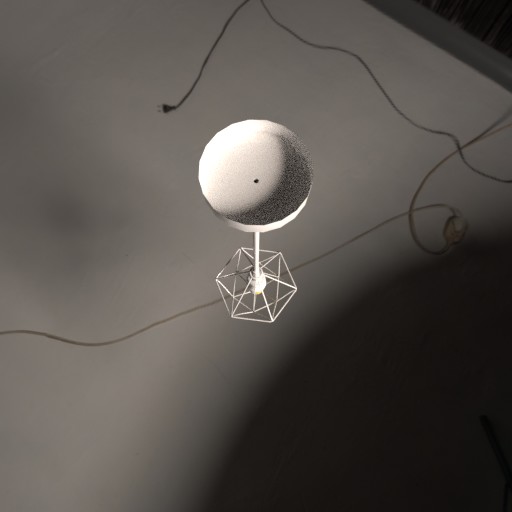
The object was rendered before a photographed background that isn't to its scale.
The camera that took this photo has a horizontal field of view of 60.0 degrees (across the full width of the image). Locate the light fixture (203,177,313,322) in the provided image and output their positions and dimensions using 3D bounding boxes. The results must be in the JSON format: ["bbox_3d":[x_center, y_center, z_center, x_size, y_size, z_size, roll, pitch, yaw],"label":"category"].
[{"bbox_3d":[0.000,0.000,1.988,0.431,1.764,0.487,36,79,9],"label":"light fixture"}]
